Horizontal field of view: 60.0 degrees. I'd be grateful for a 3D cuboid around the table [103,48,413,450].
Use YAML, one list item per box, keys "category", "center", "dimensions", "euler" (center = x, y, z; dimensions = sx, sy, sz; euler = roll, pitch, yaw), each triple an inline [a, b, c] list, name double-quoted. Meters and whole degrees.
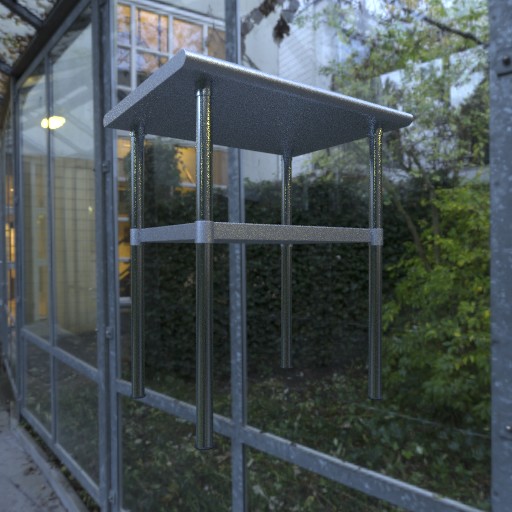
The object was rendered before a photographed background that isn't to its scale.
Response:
- category: "table"
  center: [0.000, 0.000, 1.374]
  dimensions: [0.762, 0.876, 0.584]
  euler: [0, 1, -35]
